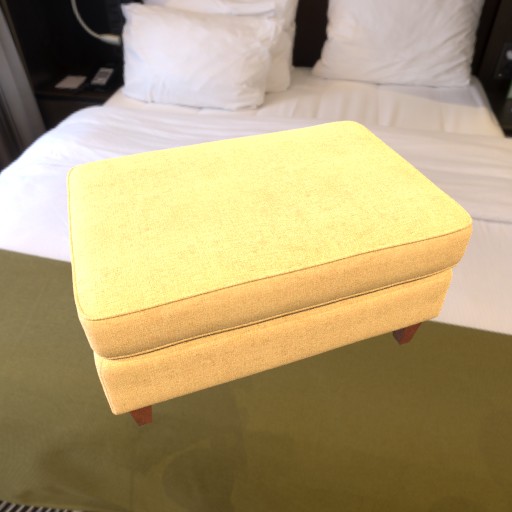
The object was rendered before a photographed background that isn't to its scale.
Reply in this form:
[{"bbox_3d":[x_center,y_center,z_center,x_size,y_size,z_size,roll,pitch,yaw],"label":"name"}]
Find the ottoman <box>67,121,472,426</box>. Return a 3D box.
[{"bbox_3d":[0.000,0.000,1.196,0.862,0.484,0.583,-13,42,-15],"label":"ottoman"}]
